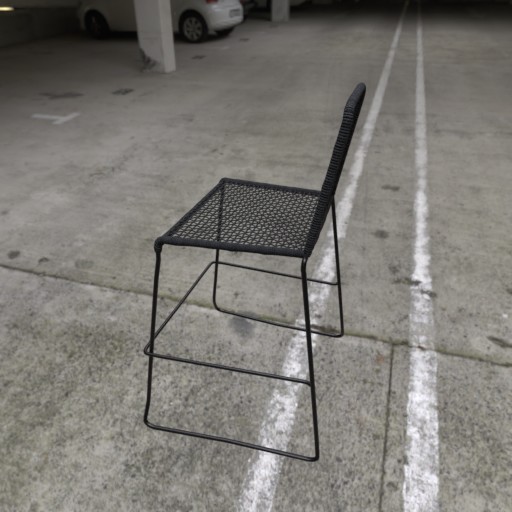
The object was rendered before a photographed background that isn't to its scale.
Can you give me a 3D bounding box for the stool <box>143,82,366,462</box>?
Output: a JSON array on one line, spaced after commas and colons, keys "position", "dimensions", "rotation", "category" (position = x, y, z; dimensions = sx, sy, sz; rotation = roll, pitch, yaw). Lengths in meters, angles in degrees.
[{"position": [0.000, 0.000, 1.241], "dimensions": [0.509, 0.905, 0.590], "rotation": [8, 31, 15], "category": "stool"}]
